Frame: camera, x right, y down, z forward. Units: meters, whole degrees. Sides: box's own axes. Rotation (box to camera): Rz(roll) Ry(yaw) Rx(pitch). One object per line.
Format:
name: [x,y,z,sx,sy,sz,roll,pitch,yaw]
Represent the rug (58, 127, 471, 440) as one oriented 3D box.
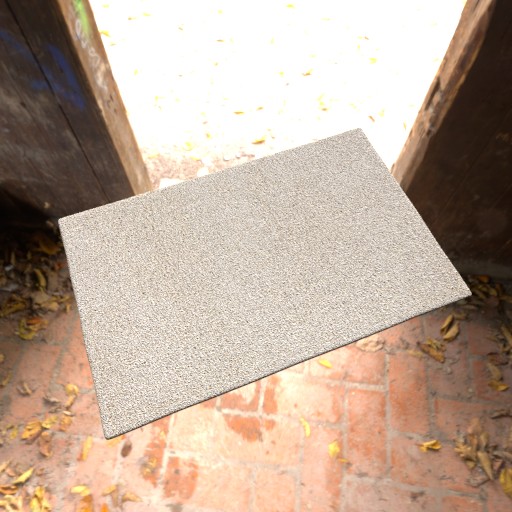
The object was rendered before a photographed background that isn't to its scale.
rug: [0.000,0.000,3.428,2.743,0.030,1.778,-19,64,-10]
